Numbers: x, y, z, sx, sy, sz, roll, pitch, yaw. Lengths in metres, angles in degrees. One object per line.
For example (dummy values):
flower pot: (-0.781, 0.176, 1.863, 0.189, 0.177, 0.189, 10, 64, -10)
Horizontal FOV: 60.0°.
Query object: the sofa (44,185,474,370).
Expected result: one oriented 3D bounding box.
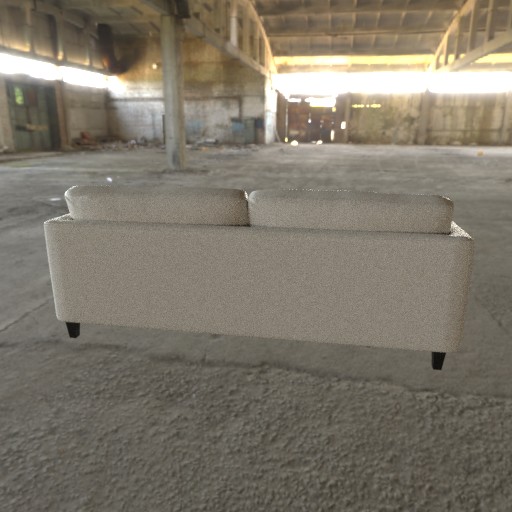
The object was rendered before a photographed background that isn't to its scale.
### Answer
sofa: (0.000, 0.000, 2.935, 2.434, 0.965, 0.948, 3, 17, 10)
